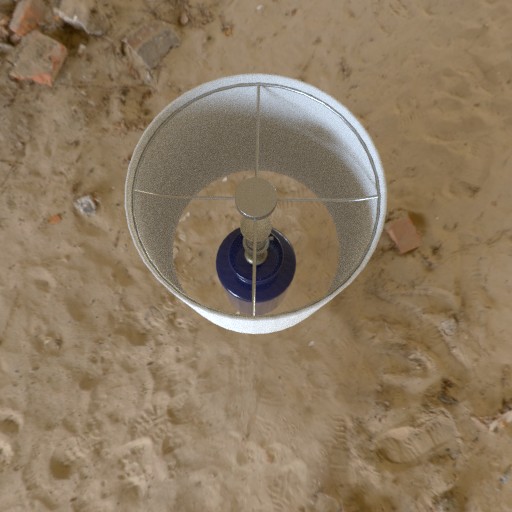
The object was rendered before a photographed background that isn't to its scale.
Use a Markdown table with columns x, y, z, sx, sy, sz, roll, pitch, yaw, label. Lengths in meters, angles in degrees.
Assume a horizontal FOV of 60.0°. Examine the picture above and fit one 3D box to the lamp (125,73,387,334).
| x | y | z | sx | sy | sz | roll | pitch | yaw | label |
| --- | --- | --- | --- | --- | --- | --- | --- | --- | --- |
| 0.000 | 0.000 | 0.597 | 0.212 | 0.493 | 0.212 | 1 | 77 | 0 | lamp |
